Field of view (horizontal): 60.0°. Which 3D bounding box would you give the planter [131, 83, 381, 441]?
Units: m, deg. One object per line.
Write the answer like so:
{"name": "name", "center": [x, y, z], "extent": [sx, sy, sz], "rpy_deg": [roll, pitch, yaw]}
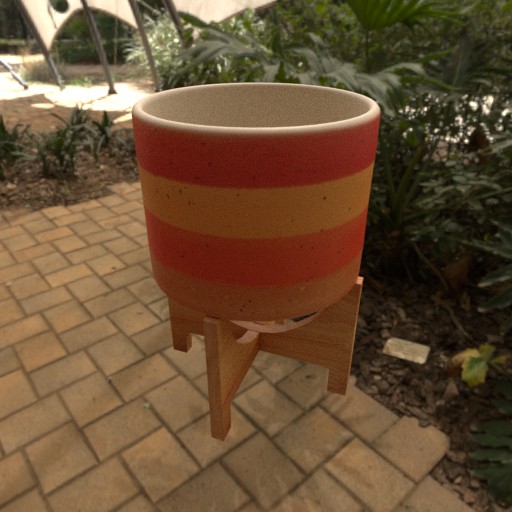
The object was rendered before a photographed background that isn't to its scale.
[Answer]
{"name": "planter", "center": [0.000, 0.000, 0.562], "extent": [0.269, 0.379, 0.269], "rpy_deg": [0, 29, 0]}
